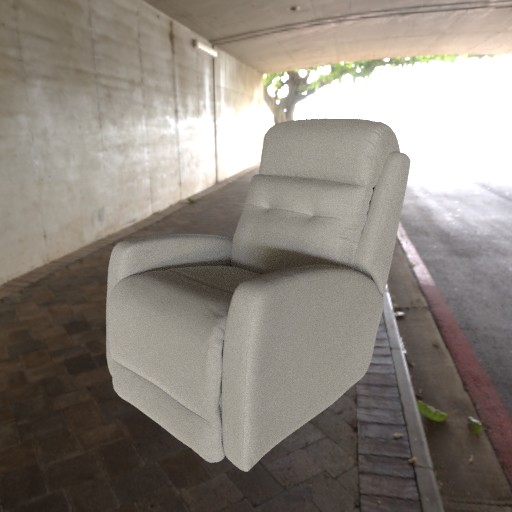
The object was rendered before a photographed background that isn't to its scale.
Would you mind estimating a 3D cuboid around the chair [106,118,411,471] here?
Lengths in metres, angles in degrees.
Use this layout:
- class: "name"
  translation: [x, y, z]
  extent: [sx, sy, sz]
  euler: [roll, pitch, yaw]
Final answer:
- class: "chair"
  translation: [0.000, 0.000, 1.694]
  extent: [0.798, 1.013, 1.043]
  euler: [15, 22, 41]
